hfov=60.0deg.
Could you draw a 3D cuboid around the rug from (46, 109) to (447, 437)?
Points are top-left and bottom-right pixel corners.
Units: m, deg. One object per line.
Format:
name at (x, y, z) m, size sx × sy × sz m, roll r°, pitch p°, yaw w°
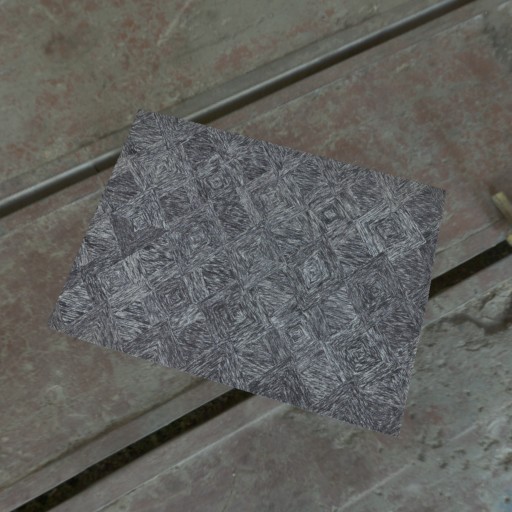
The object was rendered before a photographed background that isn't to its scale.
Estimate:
rug at (0.000, 0.000, 5.255) m, size 4.093 × 0.020 × 2.997 m, roll 16°, pitch 75°, yaw 5°
